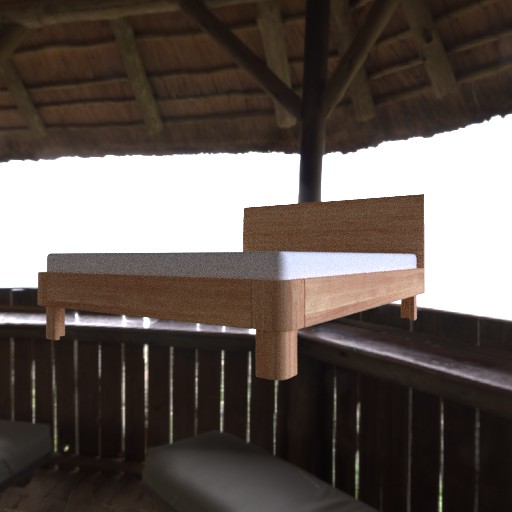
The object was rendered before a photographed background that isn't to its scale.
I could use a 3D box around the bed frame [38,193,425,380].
[{"bbox_3d":[0.000,0.000,2.926,1.660,0.940,2.092,0,0,34],"label":"bed frame"}]
